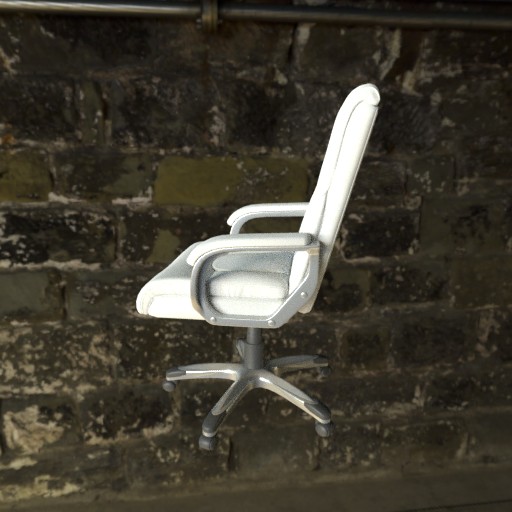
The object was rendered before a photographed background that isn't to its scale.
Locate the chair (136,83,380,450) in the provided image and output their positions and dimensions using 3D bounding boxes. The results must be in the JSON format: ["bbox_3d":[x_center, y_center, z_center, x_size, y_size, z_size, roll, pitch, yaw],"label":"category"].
[{"bbox_3d":[0.000,0.000,1.571,0.738,1.120,0.687,2,15,7],"label":"chair"}]
